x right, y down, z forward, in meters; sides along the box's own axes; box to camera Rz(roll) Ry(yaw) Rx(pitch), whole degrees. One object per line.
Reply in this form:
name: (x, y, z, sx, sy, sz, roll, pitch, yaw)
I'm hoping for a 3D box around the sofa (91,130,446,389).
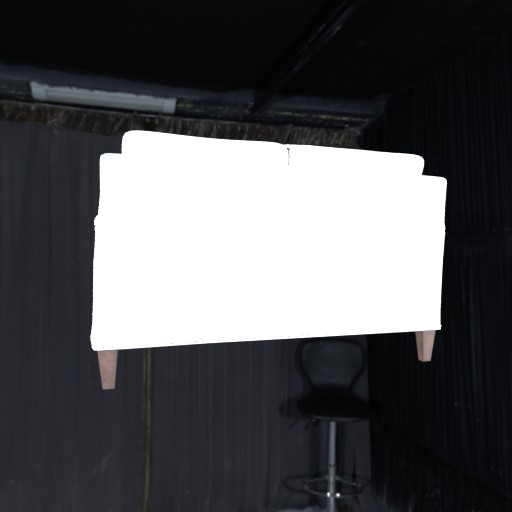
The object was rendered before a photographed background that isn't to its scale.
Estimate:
sofa: (0.000, 0.000, 2.291, 1.597, 1.003, 1.084, 0, 0, -18)
